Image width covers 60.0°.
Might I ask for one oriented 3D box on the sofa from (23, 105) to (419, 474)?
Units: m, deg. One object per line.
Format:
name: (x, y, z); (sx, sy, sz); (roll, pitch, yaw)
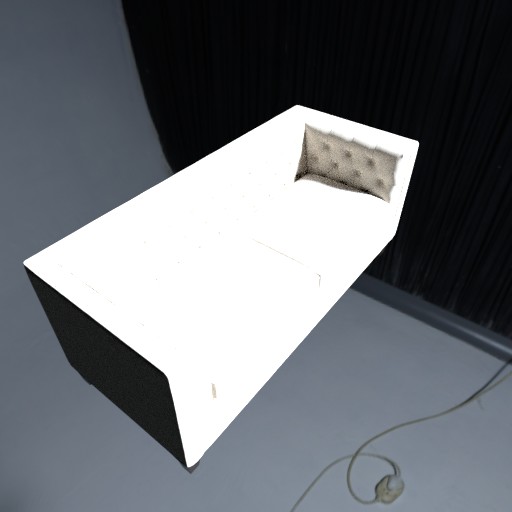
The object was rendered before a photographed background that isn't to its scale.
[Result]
sofa: (0.000, 0.000, 2.192); (0.775, 0.762, 1.778); (27, 48, 27)
